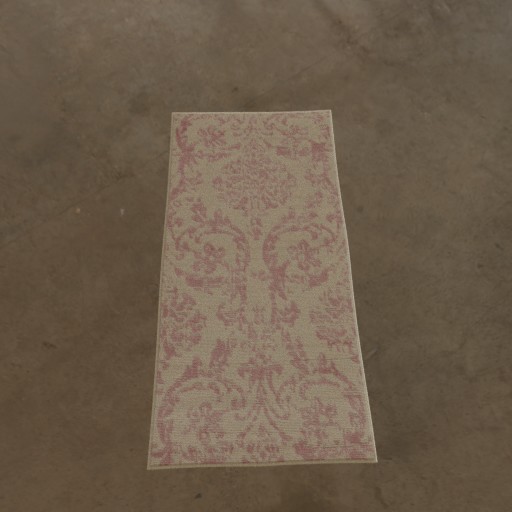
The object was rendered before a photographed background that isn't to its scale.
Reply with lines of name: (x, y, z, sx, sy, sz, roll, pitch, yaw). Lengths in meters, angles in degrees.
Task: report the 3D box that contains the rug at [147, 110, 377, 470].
rug: (0.000, 0.000, 1.421, 0.604, 0.007, 1.219, -1, 65, -1)
